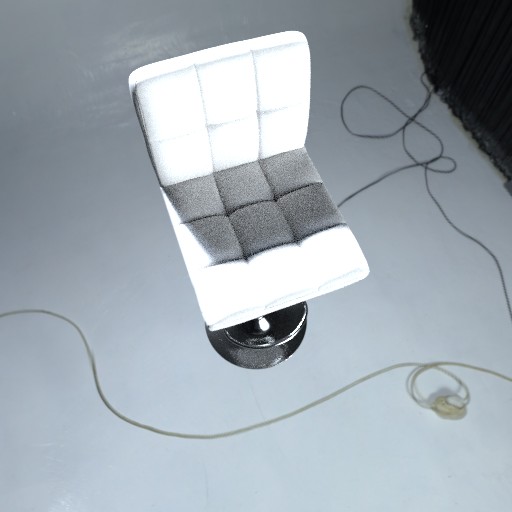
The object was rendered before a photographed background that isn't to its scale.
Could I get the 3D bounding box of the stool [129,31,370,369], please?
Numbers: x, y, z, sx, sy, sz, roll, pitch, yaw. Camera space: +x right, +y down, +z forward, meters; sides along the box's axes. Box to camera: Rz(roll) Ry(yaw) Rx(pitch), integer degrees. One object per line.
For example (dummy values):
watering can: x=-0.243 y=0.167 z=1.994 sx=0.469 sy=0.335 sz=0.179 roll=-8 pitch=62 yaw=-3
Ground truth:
stool: x=0.000 y=0.000 z=1.354 sx=0.430 sy=1.115 sz=0.505 roll=-18 pitch=63 yaw=-9
